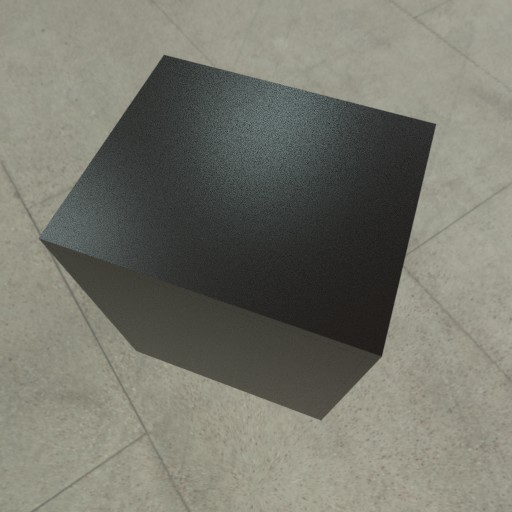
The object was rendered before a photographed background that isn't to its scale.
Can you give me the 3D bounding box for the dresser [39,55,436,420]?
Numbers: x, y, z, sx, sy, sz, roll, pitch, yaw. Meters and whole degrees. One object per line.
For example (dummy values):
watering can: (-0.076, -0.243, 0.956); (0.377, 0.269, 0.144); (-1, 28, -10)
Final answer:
dresser: (0.000, 0.000, 0.763); (0.400, 0.470, 0.360); (18, 64, 9)
